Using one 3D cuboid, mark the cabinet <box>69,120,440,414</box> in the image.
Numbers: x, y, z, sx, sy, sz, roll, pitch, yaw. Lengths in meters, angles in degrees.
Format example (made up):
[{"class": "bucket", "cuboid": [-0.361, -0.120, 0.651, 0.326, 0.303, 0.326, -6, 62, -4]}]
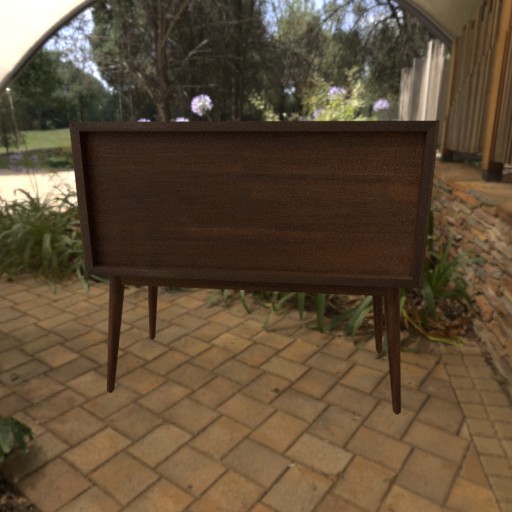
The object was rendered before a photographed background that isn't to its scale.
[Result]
[{"class": "cabinet", "cuboid": [0.000, 0.000, 1.138, 0.743, 0.654, 0.354, 2, 16, 7]}]
